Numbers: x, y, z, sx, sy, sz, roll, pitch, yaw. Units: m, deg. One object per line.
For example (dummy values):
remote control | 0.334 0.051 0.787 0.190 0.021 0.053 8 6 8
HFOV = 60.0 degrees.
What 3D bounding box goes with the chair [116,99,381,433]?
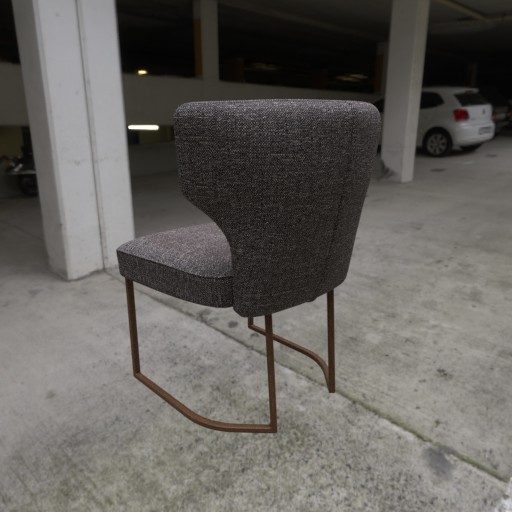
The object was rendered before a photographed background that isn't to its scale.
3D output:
chair | 0.000 0.000 1.263 0.611 0.824 0.617 -16 23 -42
